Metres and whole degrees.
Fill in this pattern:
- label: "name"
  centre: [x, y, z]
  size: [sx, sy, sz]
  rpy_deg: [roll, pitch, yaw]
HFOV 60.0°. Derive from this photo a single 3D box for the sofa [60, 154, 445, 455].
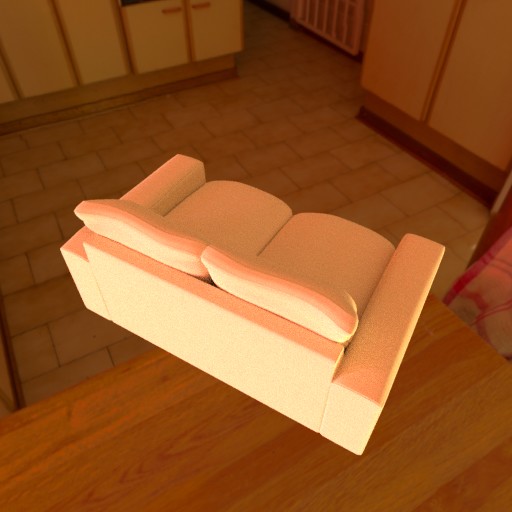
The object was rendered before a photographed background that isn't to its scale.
- label: "sofa"
  centre: [0.000, 0.000, 2.406]
  size: [1.754, 0.875, 1.091]
  rpy_deg: [22, 50, 20]
